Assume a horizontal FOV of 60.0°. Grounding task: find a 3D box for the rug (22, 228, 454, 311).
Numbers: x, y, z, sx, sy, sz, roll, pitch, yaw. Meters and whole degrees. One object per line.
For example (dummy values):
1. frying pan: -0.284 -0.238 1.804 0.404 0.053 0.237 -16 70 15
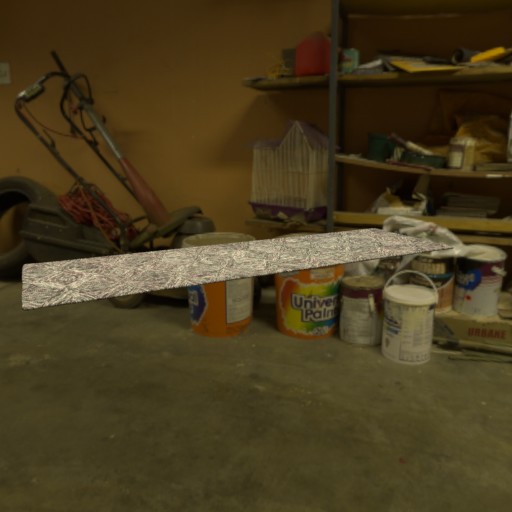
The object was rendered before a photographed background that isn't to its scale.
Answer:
1. rug: 0.000 0.000 2.452 2.305 0.013 0.719 -7 16 -26
